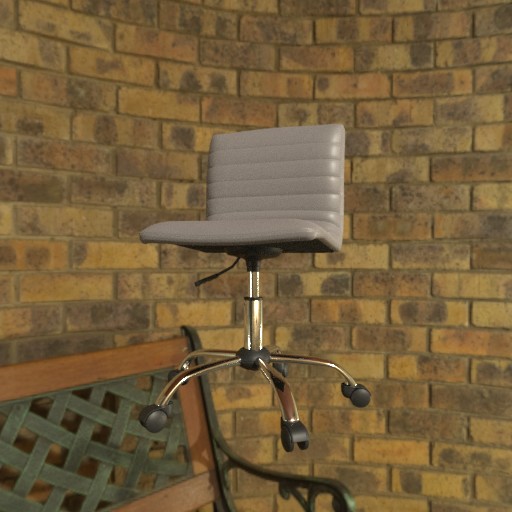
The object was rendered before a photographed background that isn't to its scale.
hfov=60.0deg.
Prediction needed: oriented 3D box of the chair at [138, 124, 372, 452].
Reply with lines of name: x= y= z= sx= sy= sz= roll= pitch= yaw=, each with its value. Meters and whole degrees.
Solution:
chair: x=0.000 y=0.000 z=1.134 sx=0.569 sy=0.750 sz=0.542 roll=0 pitch=0 yaw=18
